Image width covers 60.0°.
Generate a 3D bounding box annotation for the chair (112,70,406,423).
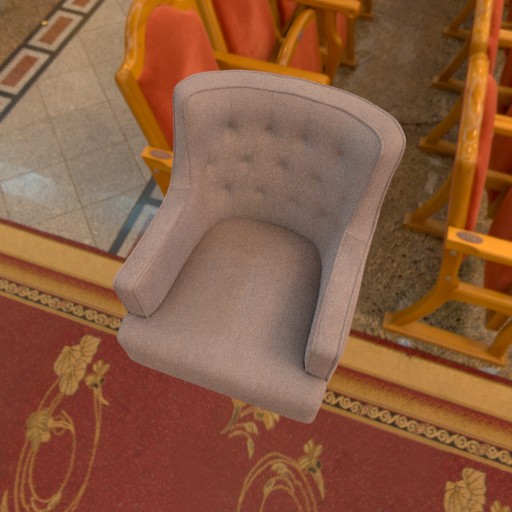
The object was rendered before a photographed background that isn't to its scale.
[{"bbox_3d":[0.000,0.000,1.636,0.781,0.919,0.910,17,60,10],"label":"chair"}]
